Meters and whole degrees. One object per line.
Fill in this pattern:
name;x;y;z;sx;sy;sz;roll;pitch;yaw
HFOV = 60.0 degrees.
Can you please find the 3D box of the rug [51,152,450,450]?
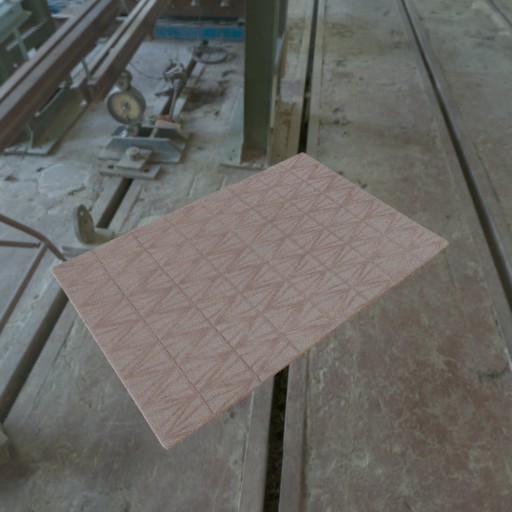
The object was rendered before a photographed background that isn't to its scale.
rug;0.000;0.000;2.424;1.837;0.025;1.230;-29;52;-26
